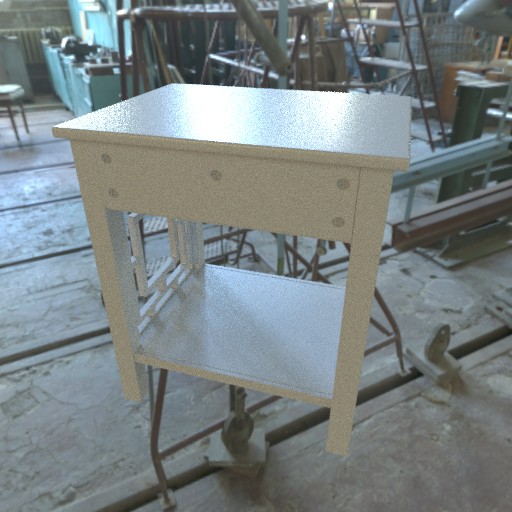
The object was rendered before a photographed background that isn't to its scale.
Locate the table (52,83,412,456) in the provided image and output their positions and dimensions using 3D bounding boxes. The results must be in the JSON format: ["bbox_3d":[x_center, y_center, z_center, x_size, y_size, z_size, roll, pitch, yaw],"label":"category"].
[{"bbox_3d":[0.000,0.000,1.003,0.564,0.646,0.451,9,32,15],"label":"table"}]
